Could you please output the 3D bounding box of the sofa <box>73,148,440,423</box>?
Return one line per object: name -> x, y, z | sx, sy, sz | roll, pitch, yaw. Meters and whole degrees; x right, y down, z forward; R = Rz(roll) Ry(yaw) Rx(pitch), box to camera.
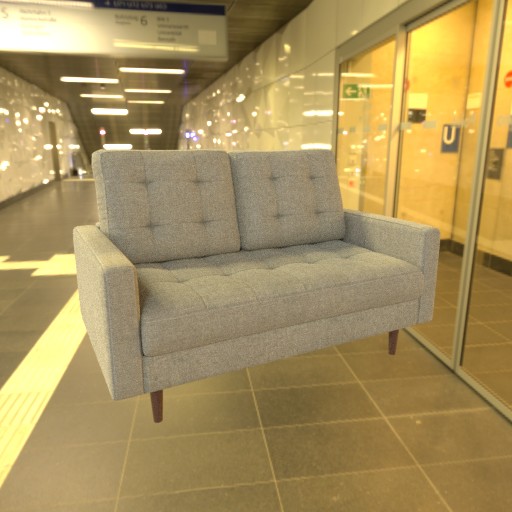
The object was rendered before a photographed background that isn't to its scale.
sofa -> 0.000, 0.000, 1.940 | 1.407, 0.907, 0.842 | -7, 16, -27
